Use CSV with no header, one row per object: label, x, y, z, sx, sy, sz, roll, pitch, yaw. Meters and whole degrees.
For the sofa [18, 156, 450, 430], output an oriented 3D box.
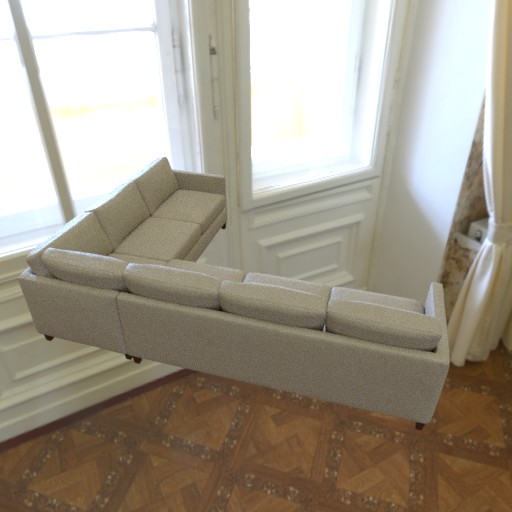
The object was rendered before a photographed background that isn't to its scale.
sofa,0.000,0.000,4.296,3.333,0.934,2.522,9,34,14
